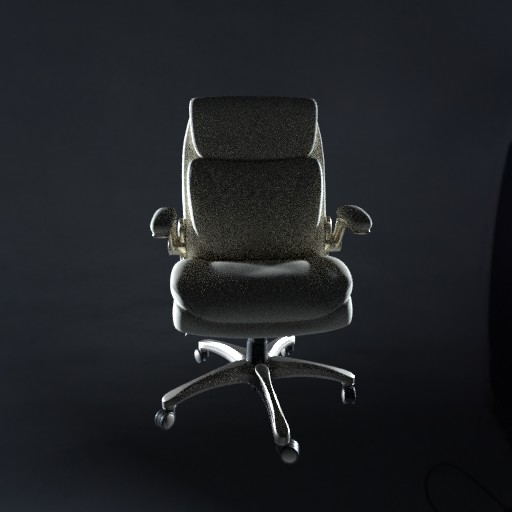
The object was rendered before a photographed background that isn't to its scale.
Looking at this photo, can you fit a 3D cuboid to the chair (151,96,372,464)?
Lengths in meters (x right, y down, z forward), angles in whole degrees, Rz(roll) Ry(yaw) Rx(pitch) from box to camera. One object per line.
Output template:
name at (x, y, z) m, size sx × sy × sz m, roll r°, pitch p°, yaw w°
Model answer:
chair at (0.000, 0.000, 1.569) m, size 0.740 × 1.110 × 0.794 m, roll -2°, pitch 16°, yaw -7°
